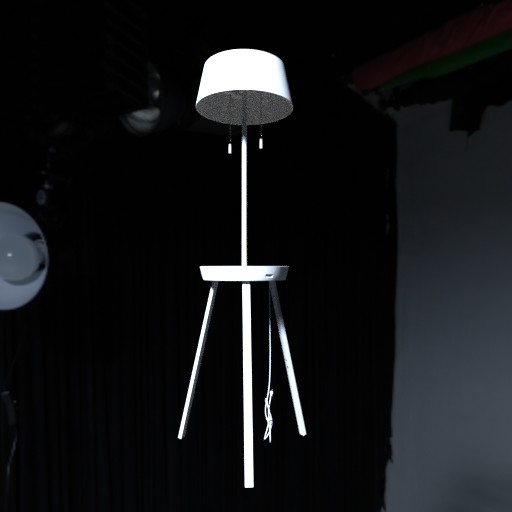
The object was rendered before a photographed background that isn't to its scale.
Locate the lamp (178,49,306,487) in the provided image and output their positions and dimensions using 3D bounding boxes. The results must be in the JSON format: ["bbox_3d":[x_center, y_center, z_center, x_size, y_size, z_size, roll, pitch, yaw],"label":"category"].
[{"bbox_3d":[0.000,0.000,1.679,0.468,1.429,0.508,1,-2,-35],"label":"lamp"}]
